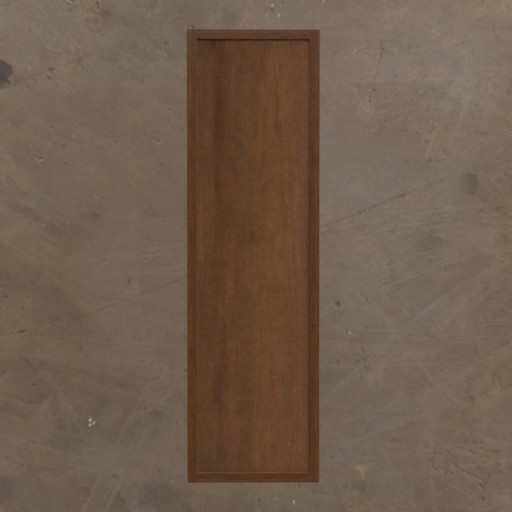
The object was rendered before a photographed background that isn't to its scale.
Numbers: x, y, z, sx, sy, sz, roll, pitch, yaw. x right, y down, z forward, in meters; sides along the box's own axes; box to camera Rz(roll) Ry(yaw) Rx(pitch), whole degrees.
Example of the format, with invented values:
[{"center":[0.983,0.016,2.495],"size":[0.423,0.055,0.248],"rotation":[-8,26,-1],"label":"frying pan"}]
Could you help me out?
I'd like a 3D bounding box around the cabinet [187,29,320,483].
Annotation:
[{"center":[0.000,0.000,2.078],"size":[0.522,0.820,1.708],"rotation":[0,91,0],"label":"cabinet"}]
